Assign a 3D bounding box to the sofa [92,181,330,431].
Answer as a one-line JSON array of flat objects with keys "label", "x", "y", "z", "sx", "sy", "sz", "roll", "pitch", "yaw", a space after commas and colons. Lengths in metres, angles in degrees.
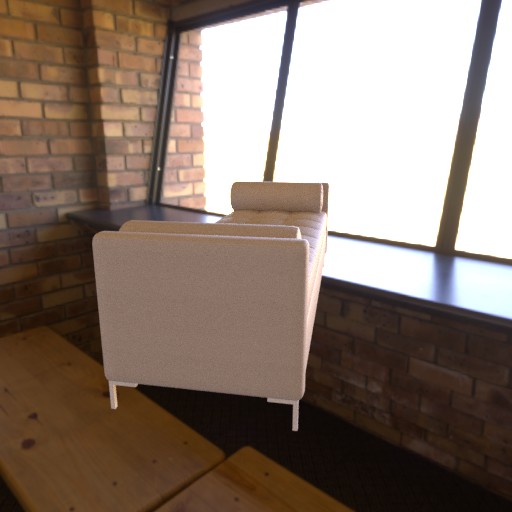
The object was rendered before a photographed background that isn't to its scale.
[{"label": "sofa", "x": 0.000, "y": 0.000, "z": 2.344, "sx": 0.686, "sy": 0.635, "sz": 1.981, "roll": 3, "pitch": 15, "yaw": 11}]
